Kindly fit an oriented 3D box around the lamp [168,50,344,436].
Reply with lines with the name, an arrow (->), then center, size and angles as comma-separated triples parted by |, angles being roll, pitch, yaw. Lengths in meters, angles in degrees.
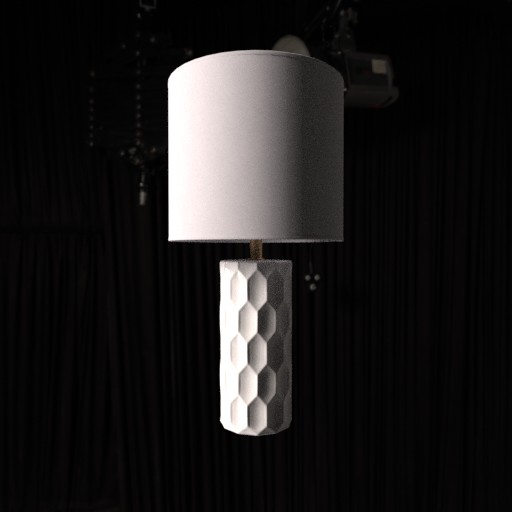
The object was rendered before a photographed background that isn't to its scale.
lamp -> 0.000, 0.000, 0.715 | 0.277, 0.537, 0.277 | 0, 1, -17
